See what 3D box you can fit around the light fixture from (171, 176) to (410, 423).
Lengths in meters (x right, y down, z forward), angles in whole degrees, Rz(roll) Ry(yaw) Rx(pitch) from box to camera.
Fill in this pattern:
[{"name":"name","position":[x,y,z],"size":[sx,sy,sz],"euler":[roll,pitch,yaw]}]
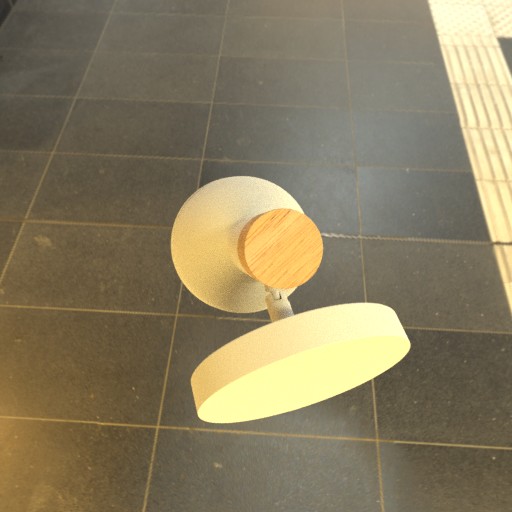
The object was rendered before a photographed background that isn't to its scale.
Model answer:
[{"name":"light fixture","position":[0.000,0.000,0.326],"size":[0.127,0.199,0.209],"euler":[-14,59,-8]}]
